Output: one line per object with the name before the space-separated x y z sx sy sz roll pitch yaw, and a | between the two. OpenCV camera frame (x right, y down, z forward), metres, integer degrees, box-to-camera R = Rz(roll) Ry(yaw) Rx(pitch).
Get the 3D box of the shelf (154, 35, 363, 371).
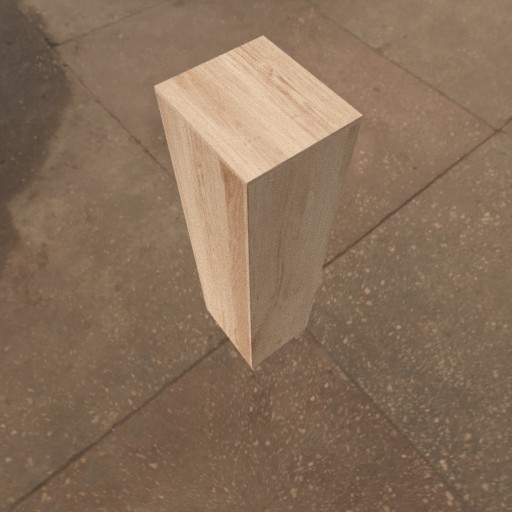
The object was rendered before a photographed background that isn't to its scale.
shelf | 0.000 0.000 2.257 0.450 1.960 0.510 -33 65 -18
